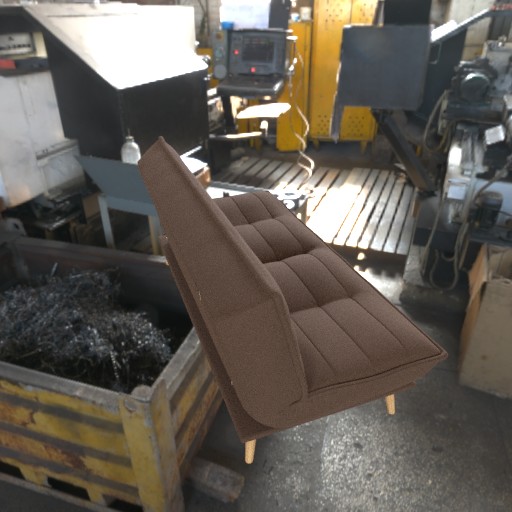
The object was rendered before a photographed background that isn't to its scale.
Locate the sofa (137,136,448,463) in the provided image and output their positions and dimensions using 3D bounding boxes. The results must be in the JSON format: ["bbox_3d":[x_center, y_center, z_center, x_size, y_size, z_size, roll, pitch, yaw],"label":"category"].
[{"bbox_3d":[0.000,0.000,2.402,0.950,0.890,1.940,-11,32,-18],"label":"sofa"}]
